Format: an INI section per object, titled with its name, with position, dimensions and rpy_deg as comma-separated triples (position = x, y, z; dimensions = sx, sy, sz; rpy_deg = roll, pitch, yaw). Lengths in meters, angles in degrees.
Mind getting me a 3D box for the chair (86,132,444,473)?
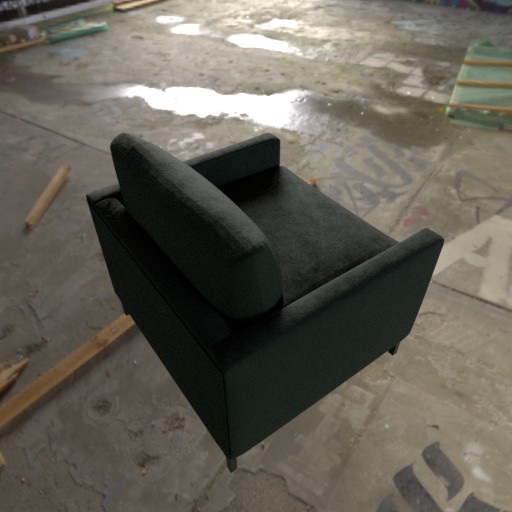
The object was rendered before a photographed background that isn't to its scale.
[chair]
position = 0.000, 0.000, 1.636
dimensions = 0.866, 0.861, 0.963
rpy_deg = -26, 47, -26
